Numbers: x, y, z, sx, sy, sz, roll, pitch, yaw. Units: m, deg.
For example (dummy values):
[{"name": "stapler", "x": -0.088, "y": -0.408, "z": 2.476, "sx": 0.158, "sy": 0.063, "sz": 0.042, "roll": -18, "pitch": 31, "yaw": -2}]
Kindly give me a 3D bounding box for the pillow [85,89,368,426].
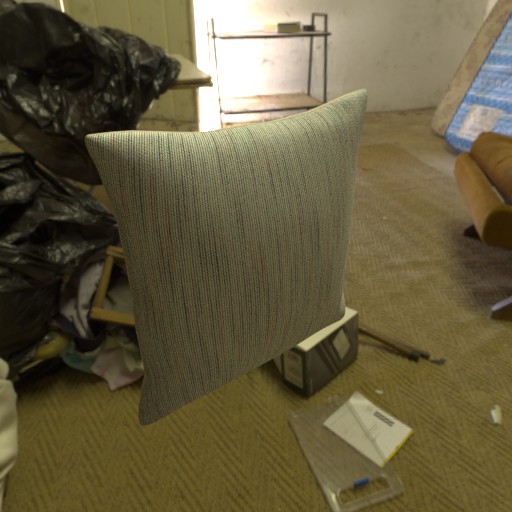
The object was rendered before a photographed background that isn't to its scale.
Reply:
[{"name": "pillow", "x": 0.000, "y": 0.000, "z": 0.779, "sx": 0.512, "sy": 0.506, "sz": 0.178, "roll": -21, "pitch": 37, "yaw": -32}]
